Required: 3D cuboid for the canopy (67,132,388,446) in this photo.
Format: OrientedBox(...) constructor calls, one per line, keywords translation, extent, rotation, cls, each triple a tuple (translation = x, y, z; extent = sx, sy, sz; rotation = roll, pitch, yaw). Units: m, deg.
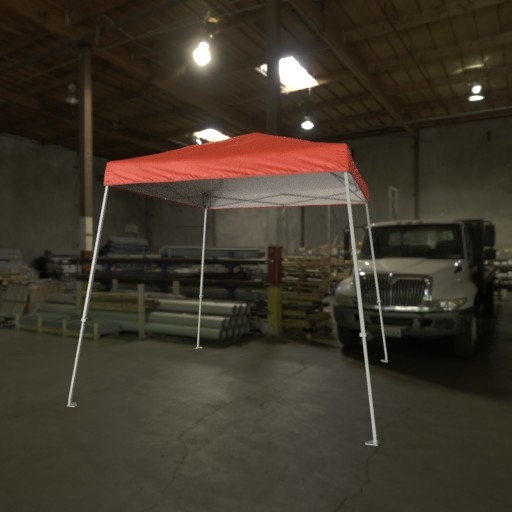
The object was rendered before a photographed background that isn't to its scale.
OrientedBox(translation=(0.000, 0.000, 5.120), extent=(2.849, 2.850, 2.850), rotation=(0, 0, 18), cls="canopy")
